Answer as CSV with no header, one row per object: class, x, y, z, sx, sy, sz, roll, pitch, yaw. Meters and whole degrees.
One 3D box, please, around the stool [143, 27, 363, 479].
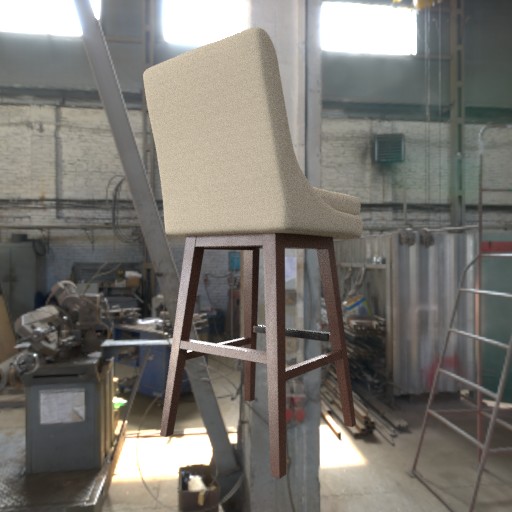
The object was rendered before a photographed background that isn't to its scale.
stool,0.000,0.000,1.370,0.483,1.093,0.559,0,0,37
